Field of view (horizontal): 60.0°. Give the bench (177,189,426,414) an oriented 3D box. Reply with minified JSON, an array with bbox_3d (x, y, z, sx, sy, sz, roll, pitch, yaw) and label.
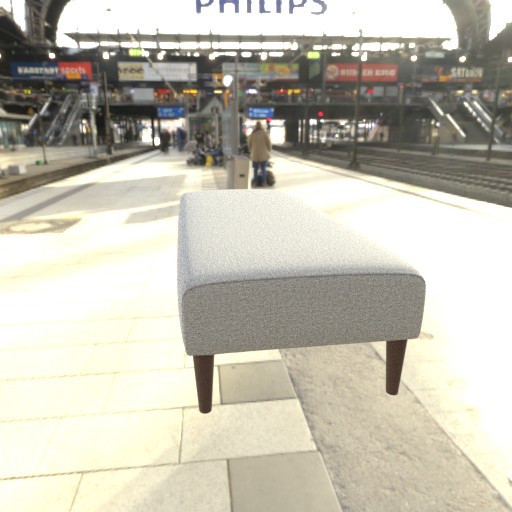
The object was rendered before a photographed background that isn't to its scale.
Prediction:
[{"bbox_3d":[0.000,0.000,1.832,0.631,0.383,1.598,-2,16,-9],"label":"bench"}]
